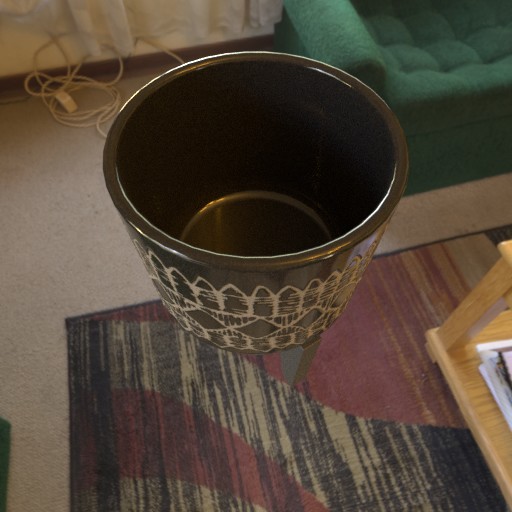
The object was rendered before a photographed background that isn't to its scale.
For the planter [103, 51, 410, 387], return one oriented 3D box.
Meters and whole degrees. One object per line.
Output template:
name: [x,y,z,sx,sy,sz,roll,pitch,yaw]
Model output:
planter: [0.000,0.000,0.513,0.251,0.355,0.251,-28,61,-17]
